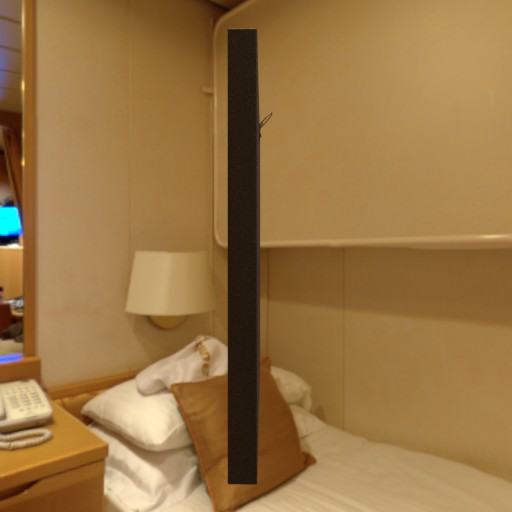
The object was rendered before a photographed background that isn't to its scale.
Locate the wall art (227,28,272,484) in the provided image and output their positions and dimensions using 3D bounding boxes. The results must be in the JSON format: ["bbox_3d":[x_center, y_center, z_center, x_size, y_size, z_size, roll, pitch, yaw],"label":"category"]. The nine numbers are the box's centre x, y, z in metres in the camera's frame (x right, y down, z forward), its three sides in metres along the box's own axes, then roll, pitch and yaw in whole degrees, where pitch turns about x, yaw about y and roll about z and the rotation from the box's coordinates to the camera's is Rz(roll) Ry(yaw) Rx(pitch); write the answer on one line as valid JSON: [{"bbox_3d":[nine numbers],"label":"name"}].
[{"bbox_3d":[0.000,0.000,0.513,0.038,0.349,0.349,0,0,1],"label":"wall art"}]
